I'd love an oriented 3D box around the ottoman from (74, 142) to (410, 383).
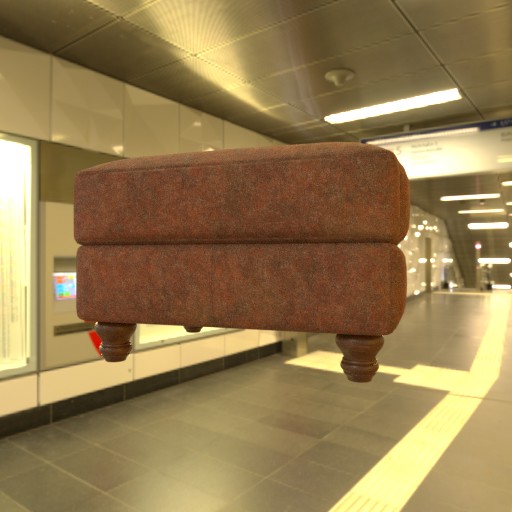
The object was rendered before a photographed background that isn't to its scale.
[{"bbox_3d":[0.000,0.000,1.202,0.787,0.508,0.635,0,0,17],"label":"ottoman"}]
